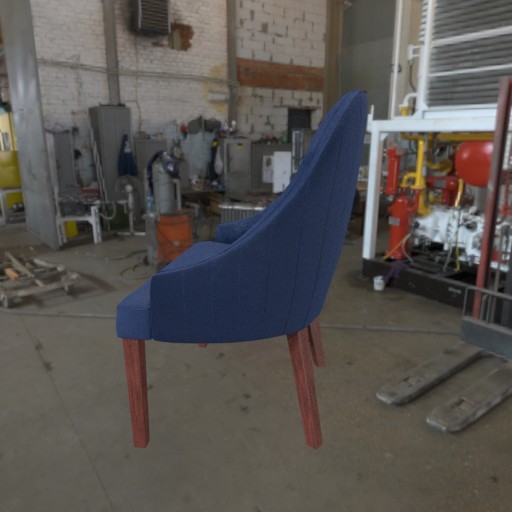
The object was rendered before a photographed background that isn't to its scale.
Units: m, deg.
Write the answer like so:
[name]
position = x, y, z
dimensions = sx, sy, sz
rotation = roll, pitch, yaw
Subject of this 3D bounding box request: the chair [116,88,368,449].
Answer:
[chair]
position = 0.000, 0.000, 1.274
dimensions = 0.575, 0.889, 0.643
rotation = 3, 15, 9
